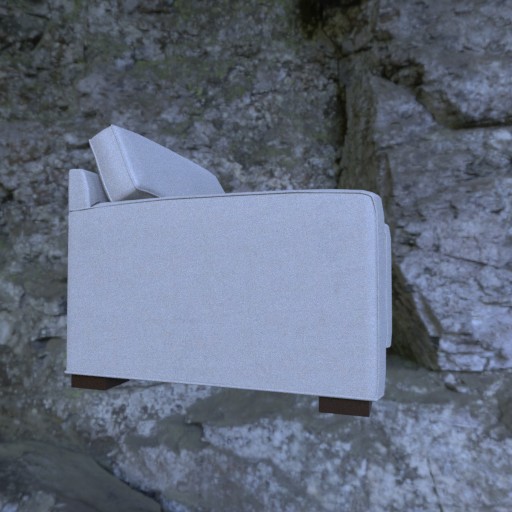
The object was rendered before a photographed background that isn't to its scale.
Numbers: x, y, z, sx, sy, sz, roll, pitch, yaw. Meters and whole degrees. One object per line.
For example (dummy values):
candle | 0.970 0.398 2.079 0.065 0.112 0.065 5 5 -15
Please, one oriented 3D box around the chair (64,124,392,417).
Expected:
chair | 0.000 0.000 1.816 1.043 0.913 0.998 -1 -2 18
